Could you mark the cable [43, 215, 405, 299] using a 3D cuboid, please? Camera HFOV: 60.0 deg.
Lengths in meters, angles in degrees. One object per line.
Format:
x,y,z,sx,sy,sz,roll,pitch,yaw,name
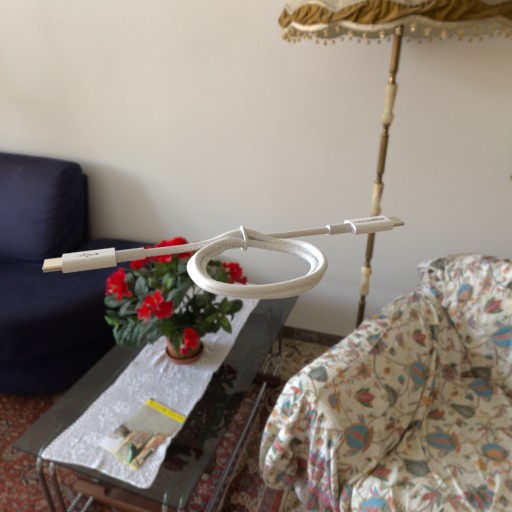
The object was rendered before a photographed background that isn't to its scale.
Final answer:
0.000,0.000,0.223,0.203,0.014,0.070,-8,27,-16,cable
